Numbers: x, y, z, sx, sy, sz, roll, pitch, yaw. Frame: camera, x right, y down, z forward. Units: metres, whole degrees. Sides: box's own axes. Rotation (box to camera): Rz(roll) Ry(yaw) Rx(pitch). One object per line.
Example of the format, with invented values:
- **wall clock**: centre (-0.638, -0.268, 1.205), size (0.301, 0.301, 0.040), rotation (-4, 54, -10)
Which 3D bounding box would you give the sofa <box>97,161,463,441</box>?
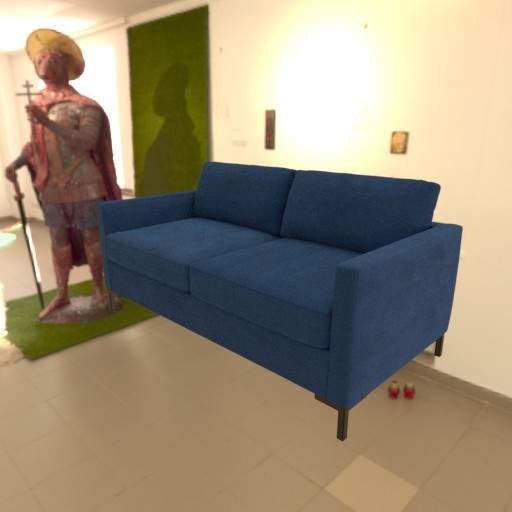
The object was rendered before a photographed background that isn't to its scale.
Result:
- **sofa**: centre (0.000, 0.000, 2.208), size (1.676, 0.817, 0.875), rotation (16, 23, 42)
